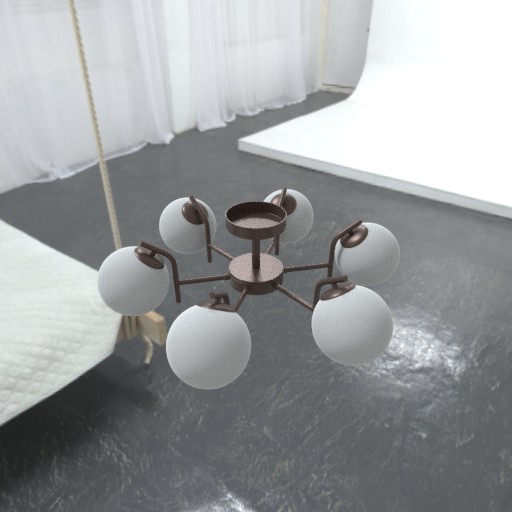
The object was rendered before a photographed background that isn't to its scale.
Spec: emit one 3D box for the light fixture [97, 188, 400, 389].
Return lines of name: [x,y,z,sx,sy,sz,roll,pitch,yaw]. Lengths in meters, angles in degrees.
light fixture: [0.000,0.000,0.953,0.662,0.201,0.662,0,31,0]
